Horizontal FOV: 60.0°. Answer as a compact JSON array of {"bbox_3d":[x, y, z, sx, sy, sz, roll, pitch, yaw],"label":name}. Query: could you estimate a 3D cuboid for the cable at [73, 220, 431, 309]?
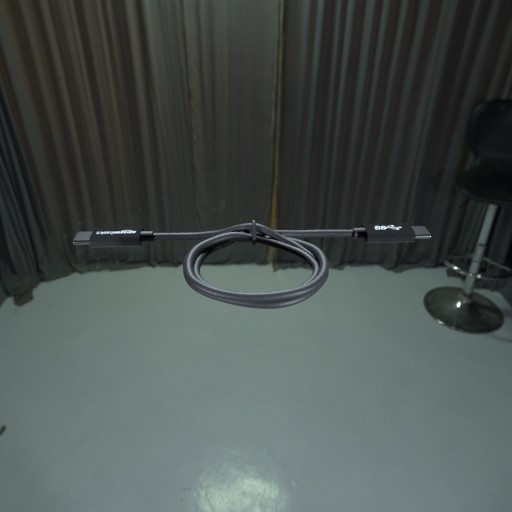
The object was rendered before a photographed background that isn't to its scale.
[{"bbox_3d":[0.000,0.000,0.210,0.186,0.014,0.070,-1,31,-2],"label":"cable"}]
